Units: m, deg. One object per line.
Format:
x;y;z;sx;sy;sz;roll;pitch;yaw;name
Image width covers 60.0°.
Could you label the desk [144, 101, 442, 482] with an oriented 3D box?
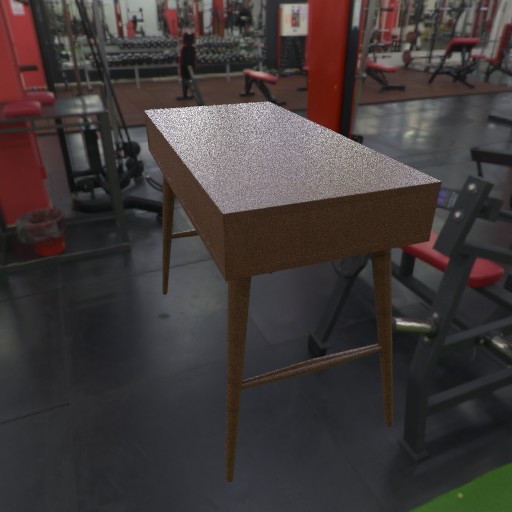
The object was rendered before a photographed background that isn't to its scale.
0.000;0.000;1.412;0.510;0.758;0.949;-10;31;-18;desk
